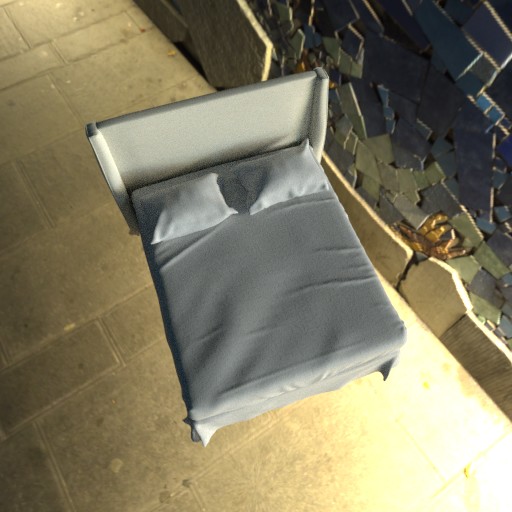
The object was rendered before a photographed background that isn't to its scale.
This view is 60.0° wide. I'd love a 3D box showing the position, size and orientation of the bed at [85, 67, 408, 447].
[{"bbox_3d":[0.000,0.000,3.480,1.925,1.332,2.276,-17,64,-9],"label":"bed"}]
